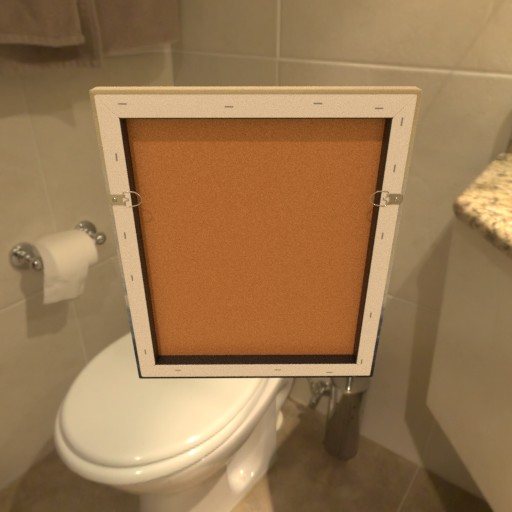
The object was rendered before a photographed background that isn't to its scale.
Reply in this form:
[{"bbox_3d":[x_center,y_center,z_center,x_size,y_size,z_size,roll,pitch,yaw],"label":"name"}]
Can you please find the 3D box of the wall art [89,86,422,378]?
[{"bbox_3d":[0.000,0.000,0.991,0.608,0.710,0.041,0,29,0],"label":"wall art"}]
